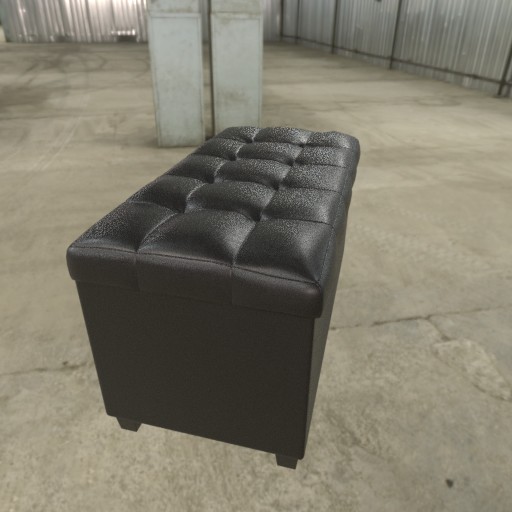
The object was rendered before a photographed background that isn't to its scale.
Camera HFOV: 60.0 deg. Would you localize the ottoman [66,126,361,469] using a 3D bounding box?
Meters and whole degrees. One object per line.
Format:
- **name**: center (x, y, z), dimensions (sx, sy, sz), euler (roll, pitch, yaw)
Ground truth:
- **ottoman**: center (0.000, 0.000, 1.105), dimensions (0.432, 0.470, 0.838), euler (7, 30, 13)
